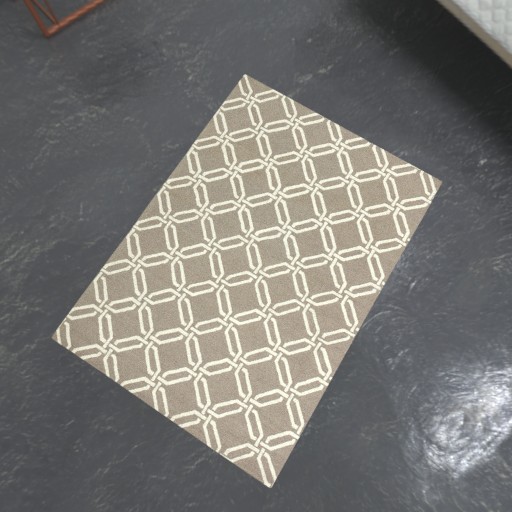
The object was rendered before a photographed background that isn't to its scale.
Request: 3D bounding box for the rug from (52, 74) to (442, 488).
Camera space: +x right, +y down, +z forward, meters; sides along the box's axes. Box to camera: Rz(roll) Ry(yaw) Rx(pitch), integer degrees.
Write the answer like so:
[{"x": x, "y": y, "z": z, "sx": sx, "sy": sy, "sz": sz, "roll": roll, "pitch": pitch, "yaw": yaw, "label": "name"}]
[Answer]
[{"x": 0.000, "y": 0.000, "z": 4.392, "sx": 2.441, "sy": 0.020, "sz": 3.419, "roll": 31, "pitch": 77, "yaw": 8, "label": "rug"}]
